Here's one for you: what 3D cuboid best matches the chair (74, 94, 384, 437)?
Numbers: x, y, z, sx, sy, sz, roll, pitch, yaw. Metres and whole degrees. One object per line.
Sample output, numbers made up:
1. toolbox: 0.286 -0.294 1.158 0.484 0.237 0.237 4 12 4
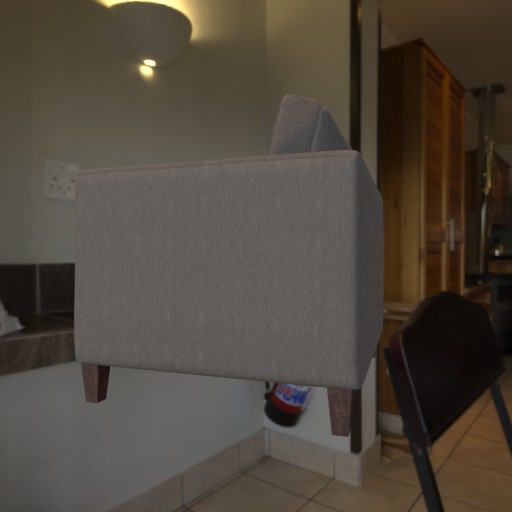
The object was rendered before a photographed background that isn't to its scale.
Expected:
1. chair: 0.000 0.000 1.805 0.959 0.963 1.107 0 0 19
